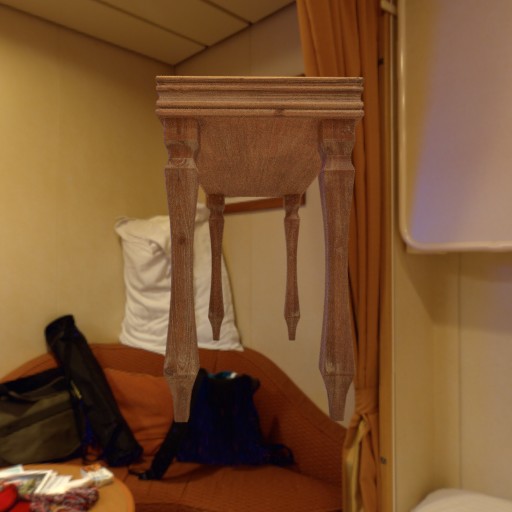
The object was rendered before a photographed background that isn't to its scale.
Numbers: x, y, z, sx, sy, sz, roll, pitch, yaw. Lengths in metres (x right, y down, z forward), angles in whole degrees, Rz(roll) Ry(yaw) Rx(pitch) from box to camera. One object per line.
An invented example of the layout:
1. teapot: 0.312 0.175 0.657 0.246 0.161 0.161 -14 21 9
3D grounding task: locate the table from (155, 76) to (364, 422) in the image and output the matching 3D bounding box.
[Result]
1. table: 0.000 0.000 1.763 0.522 0.873 1.330 0 -1 -1
